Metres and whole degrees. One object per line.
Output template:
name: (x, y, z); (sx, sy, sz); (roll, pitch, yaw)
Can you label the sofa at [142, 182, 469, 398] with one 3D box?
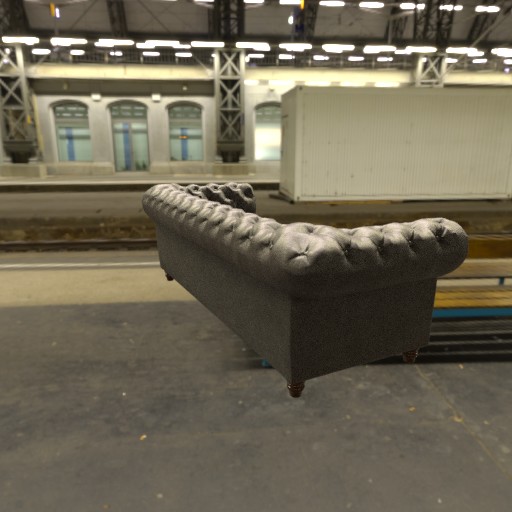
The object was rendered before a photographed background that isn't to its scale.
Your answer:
sofa: (0.000, 0.000, 2.846); (0.944, 0.783, 2.385); (-7, 16, -26)
